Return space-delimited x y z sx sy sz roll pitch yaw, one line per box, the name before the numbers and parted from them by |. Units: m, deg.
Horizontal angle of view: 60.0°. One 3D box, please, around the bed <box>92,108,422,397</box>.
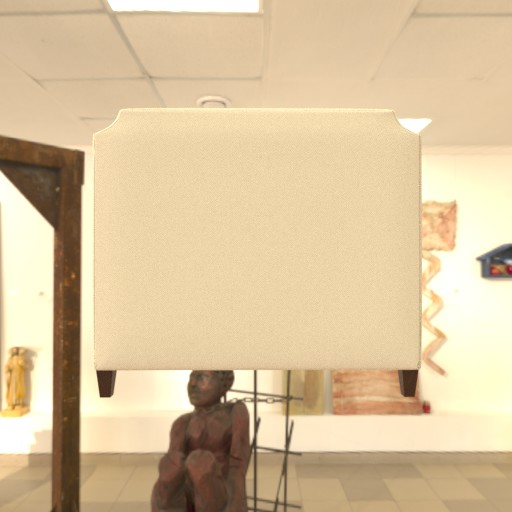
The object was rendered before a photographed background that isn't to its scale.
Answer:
bed | 0.000 0.000 3.428 1.712 1.497 2.372 0 -1 0
